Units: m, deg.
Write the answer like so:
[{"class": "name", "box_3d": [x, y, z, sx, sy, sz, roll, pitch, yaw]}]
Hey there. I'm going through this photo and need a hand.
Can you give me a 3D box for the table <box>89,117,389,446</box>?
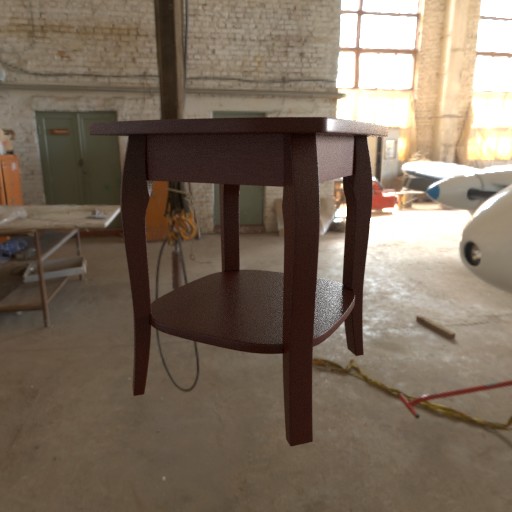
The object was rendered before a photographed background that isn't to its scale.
[{"class": "table", "box_3d": [0.000, 0.000, 0.877, 0.433, 0.496, 0.502, 7, 16, 26]}]
